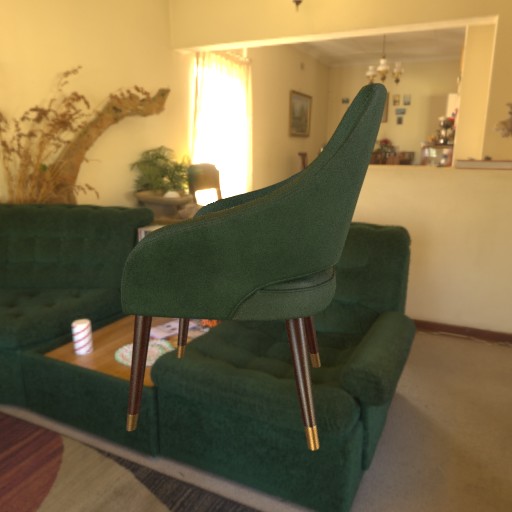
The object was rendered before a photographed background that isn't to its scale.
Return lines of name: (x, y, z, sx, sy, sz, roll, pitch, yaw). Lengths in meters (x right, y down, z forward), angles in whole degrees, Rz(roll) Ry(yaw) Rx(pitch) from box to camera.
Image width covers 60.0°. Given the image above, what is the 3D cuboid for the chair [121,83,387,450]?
chair: (0.000, 0.000, 1.543, 0.794, 1.081, 0.683, 2, 14, 8)
